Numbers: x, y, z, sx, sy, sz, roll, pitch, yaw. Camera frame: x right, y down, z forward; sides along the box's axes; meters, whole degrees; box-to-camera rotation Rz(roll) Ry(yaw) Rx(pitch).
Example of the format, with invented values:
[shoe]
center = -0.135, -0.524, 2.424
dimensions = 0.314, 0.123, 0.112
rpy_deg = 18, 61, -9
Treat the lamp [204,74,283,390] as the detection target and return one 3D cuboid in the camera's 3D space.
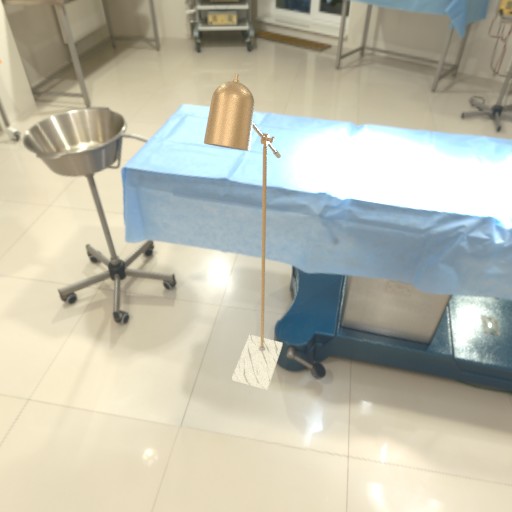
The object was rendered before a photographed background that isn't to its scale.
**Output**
[lamp]
center = 0.000, 0.000, 1.841
dimensions = 0.194, 1.594, 0.653
rpy_deg = 12, 43, 13
